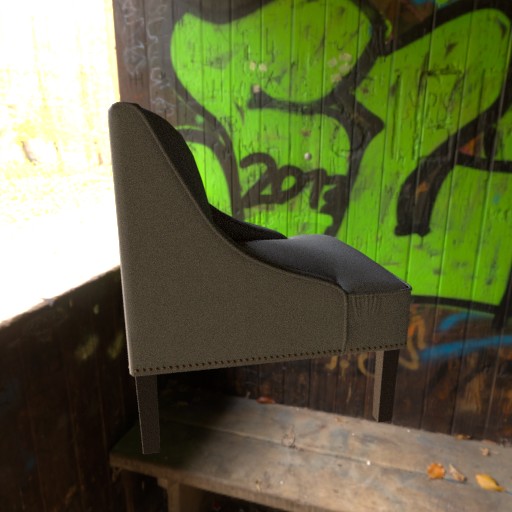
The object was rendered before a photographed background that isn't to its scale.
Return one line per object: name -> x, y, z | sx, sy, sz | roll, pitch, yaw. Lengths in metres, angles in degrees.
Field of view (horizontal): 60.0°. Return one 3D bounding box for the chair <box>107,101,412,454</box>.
chair -> 0.000, 0.000, 1.369 | 0.747, 0.867, 0.631 | -3, 16, -11
